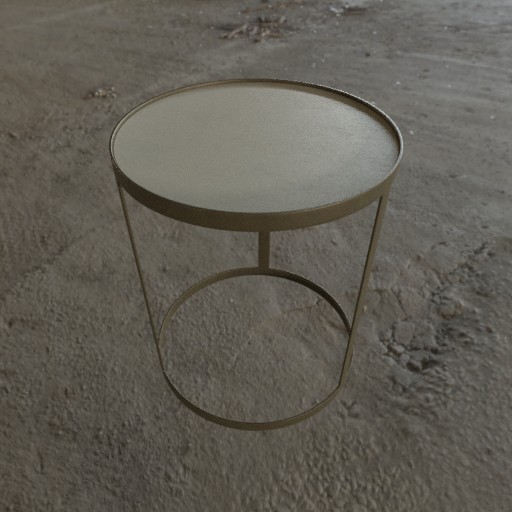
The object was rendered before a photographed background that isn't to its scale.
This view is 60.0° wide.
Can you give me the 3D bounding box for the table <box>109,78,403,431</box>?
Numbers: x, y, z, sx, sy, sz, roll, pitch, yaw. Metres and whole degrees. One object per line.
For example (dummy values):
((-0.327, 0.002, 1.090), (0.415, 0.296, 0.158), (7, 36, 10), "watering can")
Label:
((0.000, 0.000, 0.931), (0.480, 0.565, 0.480), (0, 41, 0), "table")
